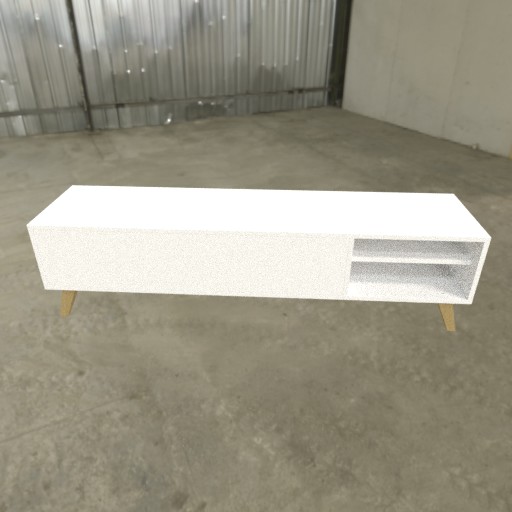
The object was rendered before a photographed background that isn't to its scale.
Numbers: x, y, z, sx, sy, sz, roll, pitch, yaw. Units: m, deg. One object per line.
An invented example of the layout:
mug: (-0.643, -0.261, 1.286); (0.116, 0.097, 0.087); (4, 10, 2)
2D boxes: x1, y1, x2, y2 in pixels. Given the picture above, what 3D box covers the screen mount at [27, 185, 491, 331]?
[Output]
screen mount: (0.000, 0.000, 1.846); (1.644, 0.432, 0.399); (2, 30, 3)
